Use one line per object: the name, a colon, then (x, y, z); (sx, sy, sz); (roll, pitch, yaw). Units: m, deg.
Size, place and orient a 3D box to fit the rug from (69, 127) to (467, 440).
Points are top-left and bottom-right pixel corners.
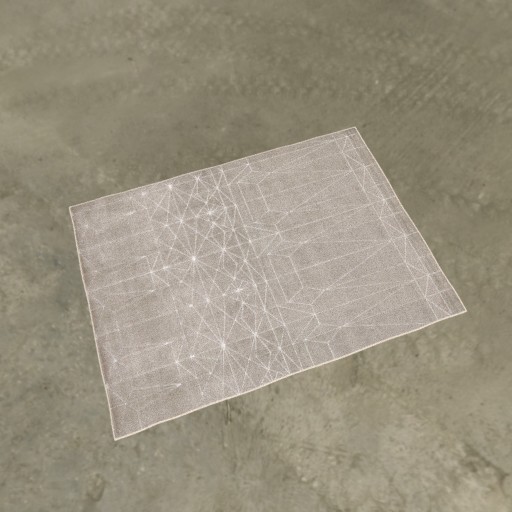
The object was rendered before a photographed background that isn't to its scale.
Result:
rug: (0.000, 0.000, 4.433); (3.357, 0.019, 2.449); (-18, 64, -9)
